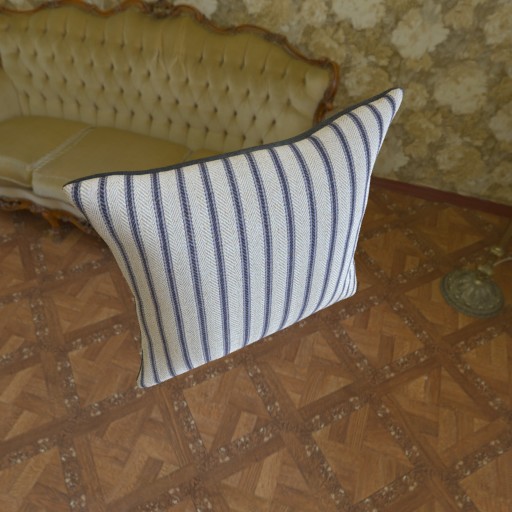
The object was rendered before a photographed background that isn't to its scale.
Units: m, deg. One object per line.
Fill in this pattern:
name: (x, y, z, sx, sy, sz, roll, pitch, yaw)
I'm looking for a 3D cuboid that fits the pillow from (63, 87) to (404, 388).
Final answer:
pillow: (0.000, 0.000, 0.695, 0.468, 0.444, 0.138, -21, 50, -19)
